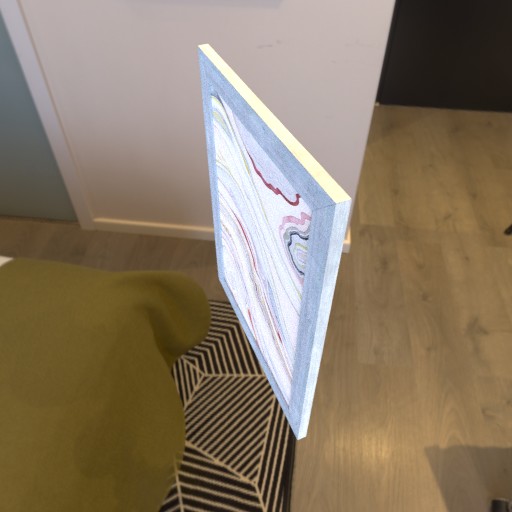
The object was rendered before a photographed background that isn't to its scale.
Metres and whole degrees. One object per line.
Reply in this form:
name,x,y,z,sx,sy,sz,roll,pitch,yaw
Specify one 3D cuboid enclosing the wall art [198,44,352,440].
wall art,0.000,0.000,0.845,0.020,0.613,0.481,-17,48,-16
